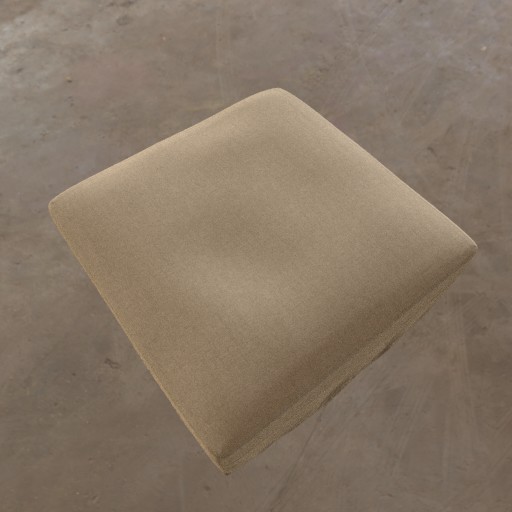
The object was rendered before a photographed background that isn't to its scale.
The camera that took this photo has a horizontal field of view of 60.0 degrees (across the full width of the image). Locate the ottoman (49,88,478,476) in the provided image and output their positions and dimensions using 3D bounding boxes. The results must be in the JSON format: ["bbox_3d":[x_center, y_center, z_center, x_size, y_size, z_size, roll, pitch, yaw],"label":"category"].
[{"bbox_3d":[0.000,0.000,1.298,0.843,0.436,0.840,-33,63,-19],"label":"ottoman"}]
